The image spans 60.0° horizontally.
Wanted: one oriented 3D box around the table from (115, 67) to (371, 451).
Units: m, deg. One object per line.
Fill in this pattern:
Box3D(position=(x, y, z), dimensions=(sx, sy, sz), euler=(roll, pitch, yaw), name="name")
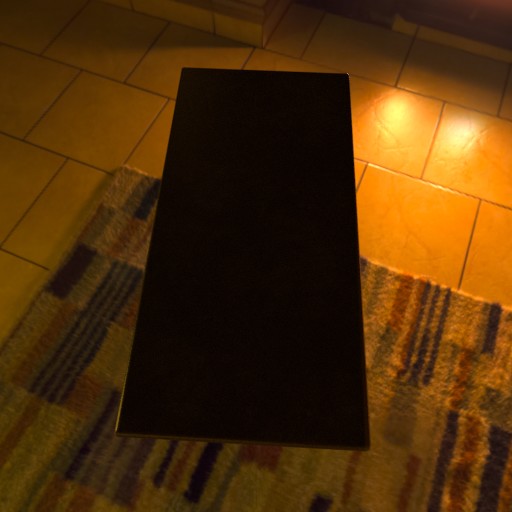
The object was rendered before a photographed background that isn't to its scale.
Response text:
Box3D(position=(0.000, 0.000, 1.459), dimensions=(0.580, 0.487, 1.171), euler=(3, 64, 1), name="table")
